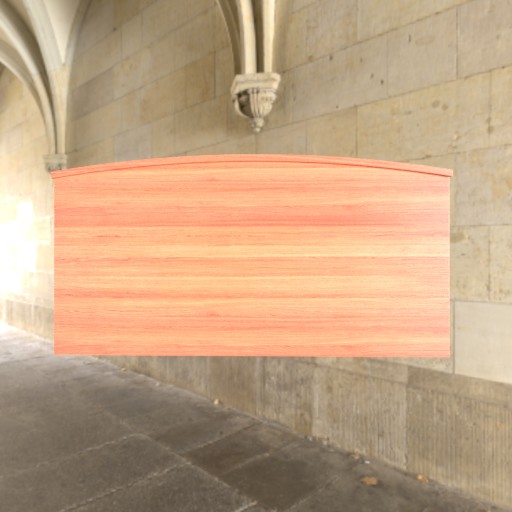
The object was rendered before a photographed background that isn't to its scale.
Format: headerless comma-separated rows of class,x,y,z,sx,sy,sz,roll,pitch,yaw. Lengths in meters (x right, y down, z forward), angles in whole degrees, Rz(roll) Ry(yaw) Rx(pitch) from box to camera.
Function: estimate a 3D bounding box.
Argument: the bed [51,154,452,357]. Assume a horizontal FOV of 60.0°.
bed,0.000,0.000,2.883,1.683,0.848,2.053,0,0,2
